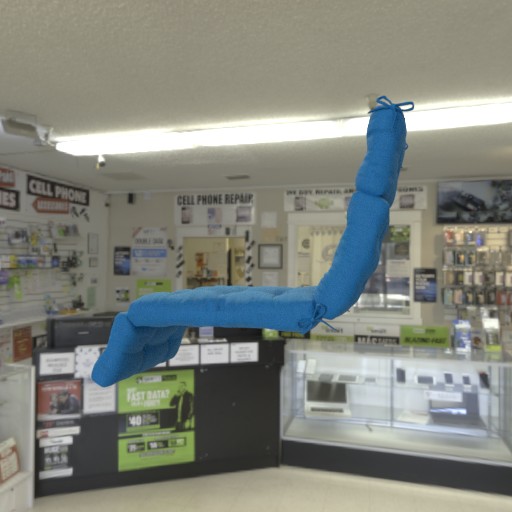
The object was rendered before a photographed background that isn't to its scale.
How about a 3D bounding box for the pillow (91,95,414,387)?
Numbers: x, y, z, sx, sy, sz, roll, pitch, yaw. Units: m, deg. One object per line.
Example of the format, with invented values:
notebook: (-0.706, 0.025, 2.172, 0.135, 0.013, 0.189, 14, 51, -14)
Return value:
pillow: (0.000, 0.000, 1.533, 1.016, 0.863, 0.526, 0, -1, 17)
